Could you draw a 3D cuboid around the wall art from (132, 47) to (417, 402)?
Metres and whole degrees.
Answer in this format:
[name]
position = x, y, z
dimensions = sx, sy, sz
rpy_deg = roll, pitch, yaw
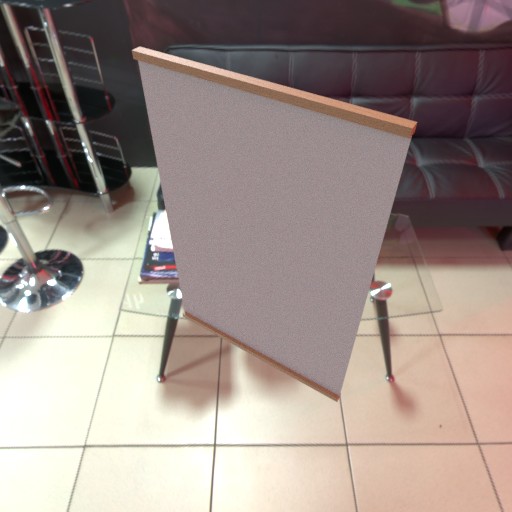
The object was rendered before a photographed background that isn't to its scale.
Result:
[wall art]
position = 0.000, 0.000, 1.888
dimensions = 0.991, 1.510, 0.040
rpy_deg = 24, 50, 22
